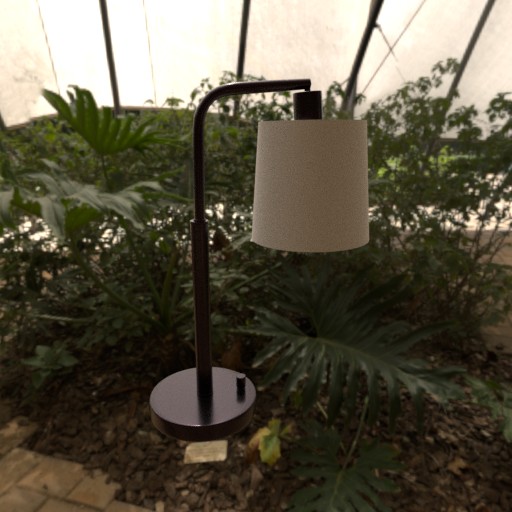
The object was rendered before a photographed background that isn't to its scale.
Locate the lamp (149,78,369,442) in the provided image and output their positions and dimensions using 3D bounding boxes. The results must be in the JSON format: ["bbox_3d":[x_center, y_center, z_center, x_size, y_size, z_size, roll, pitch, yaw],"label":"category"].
[{"bbox_3d":[0.000,0.000,0.648,0.333,0.489,0.171,-3,16,-10],"label":"lamp"}]
